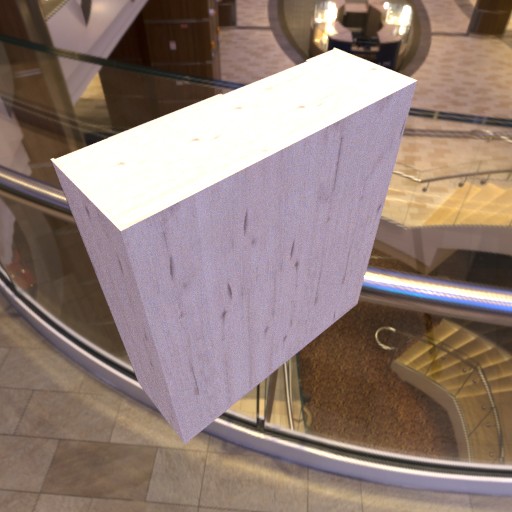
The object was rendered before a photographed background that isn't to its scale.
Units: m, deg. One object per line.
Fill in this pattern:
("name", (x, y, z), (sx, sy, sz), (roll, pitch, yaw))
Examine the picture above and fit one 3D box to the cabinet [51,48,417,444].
("cabinet", (0.000, 0.000, 3.160), (2.000, 2.180, 0.660), (-32, 54, -27))
